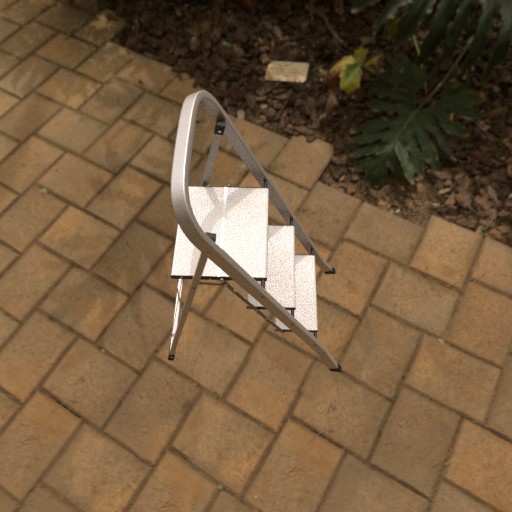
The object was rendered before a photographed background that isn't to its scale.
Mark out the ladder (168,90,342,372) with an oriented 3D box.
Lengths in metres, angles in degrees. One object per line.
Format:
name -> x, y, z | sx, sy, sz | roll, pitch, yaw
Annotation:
ladder -> 0.000, 0.000, 1.429 | 0.704, 1.070, 0.465 | 1, 62, 1
